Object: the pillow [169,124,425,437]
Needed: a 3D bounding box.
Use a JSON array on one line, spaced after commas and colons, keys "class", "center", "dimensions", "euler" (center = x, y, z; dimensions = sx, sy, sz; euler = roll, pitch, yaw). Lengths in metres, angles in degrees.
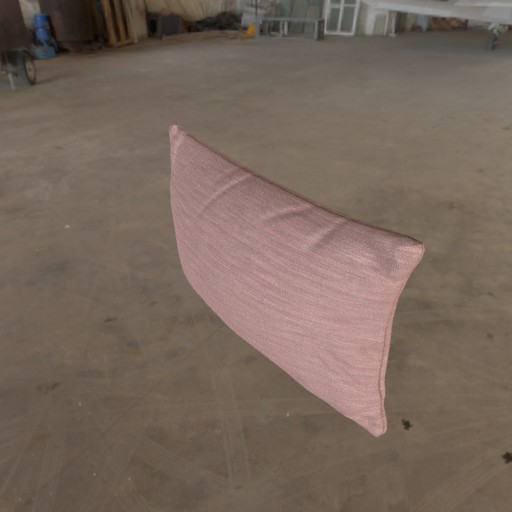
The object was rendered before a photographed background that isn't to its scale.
[{"class": "pillow", "center": [0.000, 0.000, 0.798], "dimensions": [0.210, 0.338, 0.633], "euler": [-21, 37, -30]}]
